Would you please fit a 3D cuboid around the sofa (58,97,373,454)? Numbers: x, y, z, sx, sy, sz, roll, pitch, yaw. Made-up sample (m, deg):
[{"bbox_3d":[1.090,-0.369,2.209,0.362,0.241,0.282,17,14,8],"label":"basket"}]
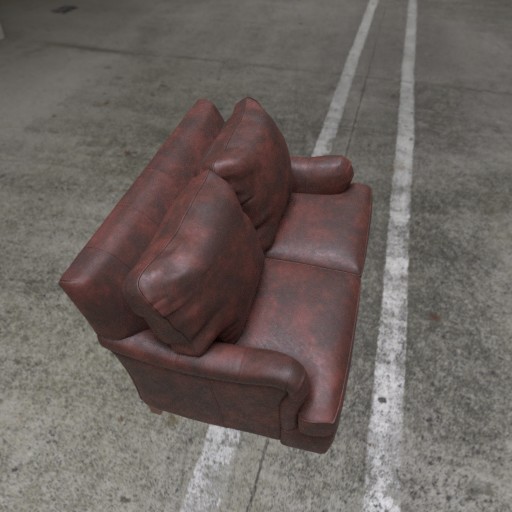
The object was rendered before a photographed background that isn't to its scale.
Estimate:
[{"bbox_3d":[0.000,0.000,2.366,1.148,1.070,1.628,11,47,11],"label":"sofa"}]
